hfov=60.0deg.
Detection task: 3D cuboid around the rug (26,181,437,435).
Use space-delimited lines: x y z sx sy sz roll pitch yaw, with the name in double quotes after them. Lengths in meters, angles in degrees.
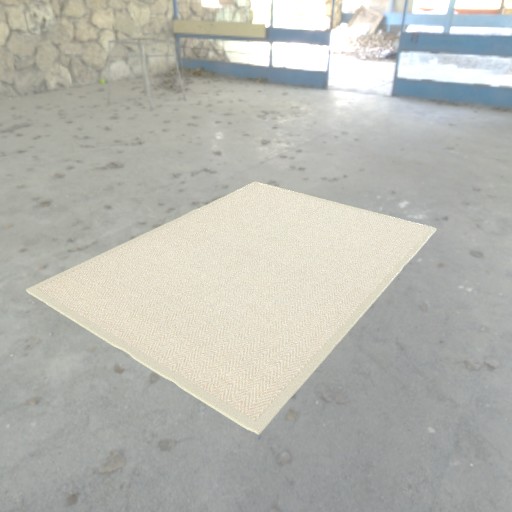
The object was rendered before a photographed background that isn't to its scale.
0.000 0.000 4.761 2.734 0.037 3.659 20 35 31 "rug"
